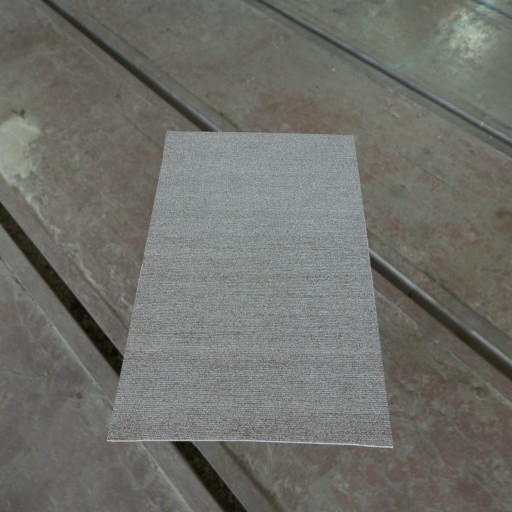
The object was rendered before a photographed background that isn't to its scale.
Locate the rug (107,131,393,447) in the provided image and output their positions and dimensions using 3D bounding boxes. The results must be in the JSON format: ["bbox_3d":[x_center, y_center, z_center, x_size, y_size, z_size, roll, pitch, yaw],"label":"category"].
[{"bbox_3d":[0.000,0.000,2.250,1.154,0.021,1.792,1,58,1],"label":"rug"}]
